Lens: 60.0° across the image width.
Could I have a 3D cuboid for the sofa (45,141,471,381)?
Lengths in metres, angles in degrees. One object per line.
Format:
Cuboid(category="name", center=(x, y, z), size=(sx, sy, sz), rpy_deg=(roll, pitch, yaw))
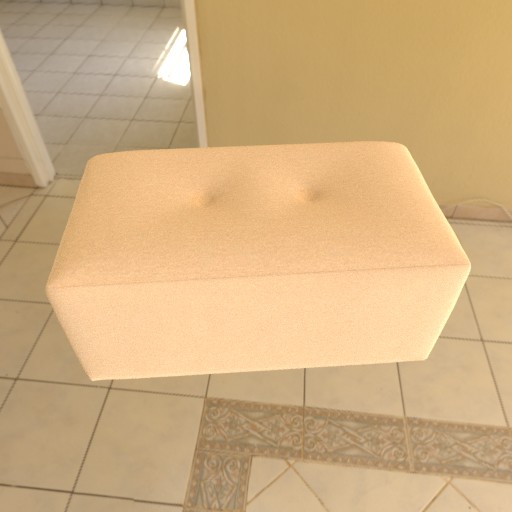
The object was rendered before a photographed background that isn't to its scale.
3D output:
Cuboid(category="sofa", center=(0.000, 0.000, 1.213), size=(0.930, 0.470, 0.480), rpy_deg=(-3, 46, -3))
